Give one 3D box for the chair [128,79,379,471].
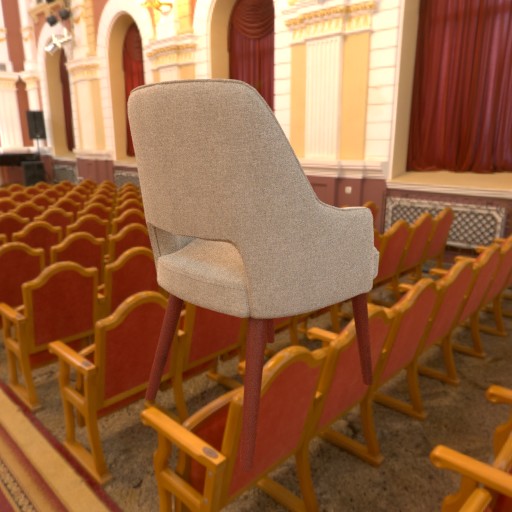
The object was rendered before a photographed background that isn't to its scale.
[{"bbox_3d":[0.000,0.000,1.222,0.548,0.849,0.605,14,20,43],"label":"chair"}]
